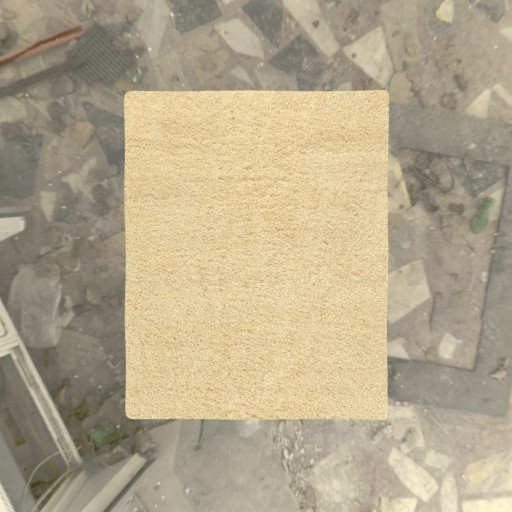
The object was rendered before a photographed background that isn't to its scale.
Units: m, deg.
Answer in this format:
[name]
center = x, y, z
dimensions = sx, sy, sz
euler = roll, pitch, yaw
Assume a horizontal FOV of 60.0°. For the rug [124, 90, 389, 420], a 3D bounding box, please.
[rug]
center = 0.000, 0.000, 4.046
dimensions = 2.401, 0.025, 3.001
euler = 0, 91, 1
